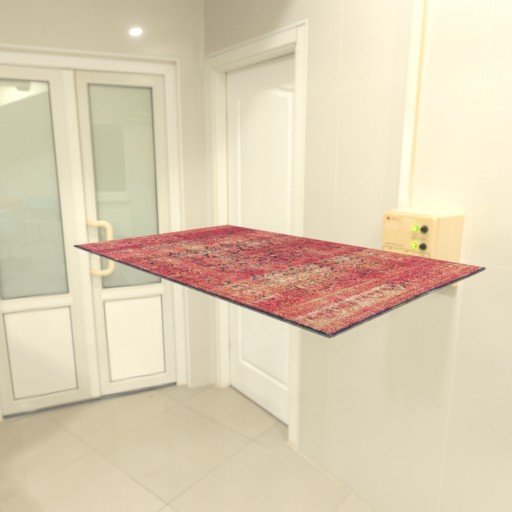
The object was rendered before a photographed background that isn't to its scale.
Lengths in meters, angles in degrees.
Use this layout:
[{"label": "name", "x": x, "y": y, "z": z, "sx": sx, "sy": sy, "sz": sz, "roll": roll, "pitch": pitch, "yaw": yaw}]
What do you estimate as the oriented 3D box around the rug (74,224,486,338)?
[{"label": "rug", "x": 0.000, "y": 0.000, "z": 3.042, "sx": 1.539, "sy": 0.018, "sz": 2.449, "roll": -12, "pitch": 17, "yaw": -42}]
